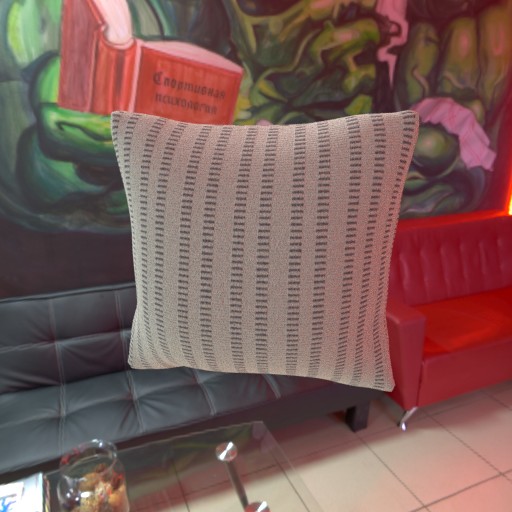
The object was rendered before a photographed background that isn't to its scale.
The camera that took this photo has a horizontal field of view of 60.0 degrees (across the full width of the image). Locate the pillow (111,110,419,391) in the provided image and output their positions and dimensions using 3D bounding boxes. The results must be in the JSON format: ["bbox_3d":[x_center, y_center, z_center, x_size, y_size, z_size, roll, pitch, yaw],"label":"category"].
[{"bbox_3d":[0.000,0.000,0.669,0.438,0.419,0.247,3,17,9],"label":"pillow"}]
